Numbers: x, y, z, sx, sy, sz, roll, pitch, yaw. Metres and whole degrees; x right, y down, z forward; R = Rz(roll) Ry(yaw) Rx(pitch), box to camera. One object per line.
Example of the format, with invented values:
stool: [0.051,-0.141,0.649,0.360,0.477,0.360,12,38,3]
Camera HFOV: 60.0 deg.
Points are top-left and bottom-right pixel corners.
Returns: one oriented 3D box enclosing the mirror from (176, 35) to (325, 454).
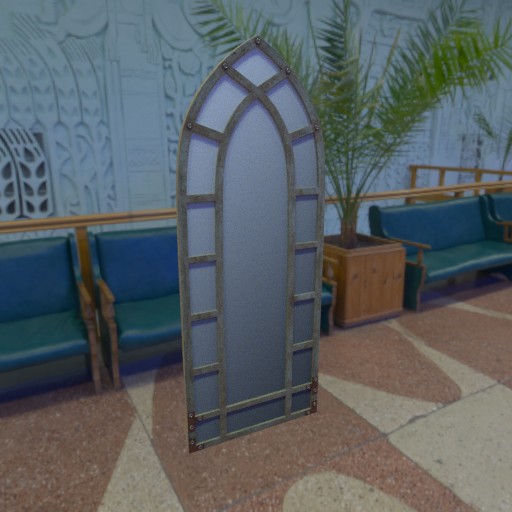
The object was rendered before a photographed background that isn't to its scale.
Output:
mirror: [0.000,0.000,1.293,0.464,1.175,0.025,-8,17,-26]
